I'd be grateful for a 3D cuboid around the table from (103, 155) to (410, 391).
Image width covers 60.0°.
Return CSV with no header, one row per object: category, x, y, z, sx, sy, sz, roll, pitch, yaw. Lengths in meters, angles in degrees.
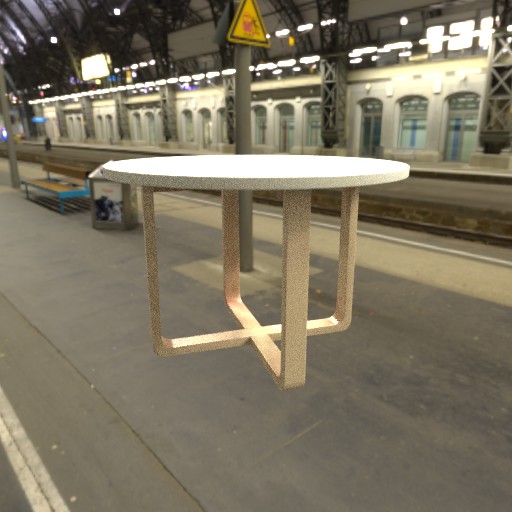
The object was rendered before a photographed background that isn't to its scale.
table,0.000,0.000,0.967,0.600,0.400,0.600,0,16,0
